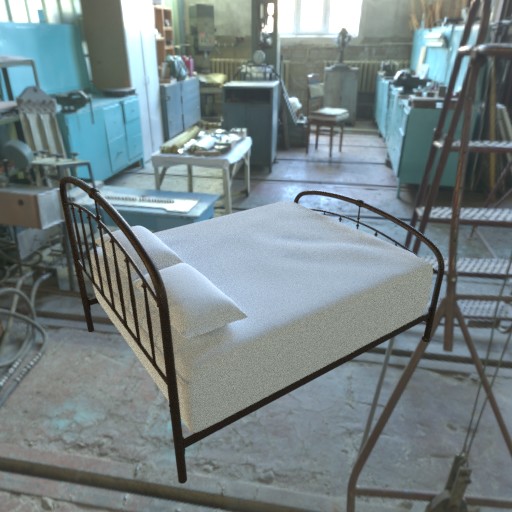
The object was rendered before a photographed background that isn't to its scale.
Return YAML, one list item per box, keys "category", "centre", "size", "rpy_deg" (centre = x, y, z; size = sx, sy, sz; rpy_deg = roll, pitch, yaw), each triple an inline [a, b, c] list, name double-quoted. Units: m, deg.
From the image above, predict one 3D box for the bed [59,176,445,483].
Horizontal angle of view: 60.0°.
- category: "bed"
  centre: [0.000, 0.000, 3.227]
  size: [2.180, 1.425, 1.711]
  rpy_deg: [-18, 32, -31]
